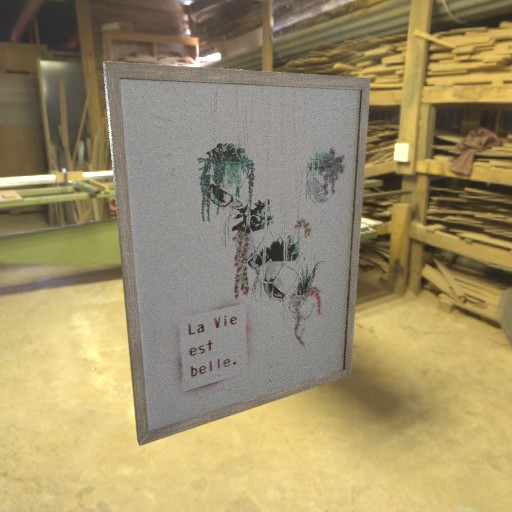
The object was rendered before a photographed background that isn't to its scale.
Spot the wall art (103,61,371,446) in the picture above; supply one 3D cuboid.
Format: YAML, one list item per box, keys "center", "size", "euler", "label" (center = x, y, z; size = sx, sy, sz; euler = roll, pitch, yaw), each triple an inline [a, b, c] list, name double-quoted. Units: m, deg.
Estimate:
- center: [0.000, 0.000, 1.322]
  size: [0.781, 1.022, 0.035]
  euler: [-9, 19, -28]
  label: "wall art"
